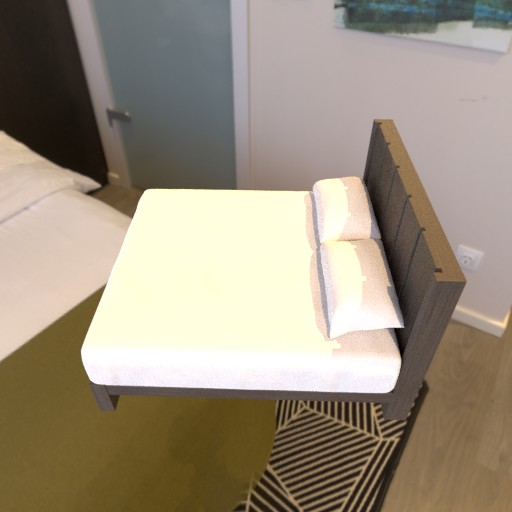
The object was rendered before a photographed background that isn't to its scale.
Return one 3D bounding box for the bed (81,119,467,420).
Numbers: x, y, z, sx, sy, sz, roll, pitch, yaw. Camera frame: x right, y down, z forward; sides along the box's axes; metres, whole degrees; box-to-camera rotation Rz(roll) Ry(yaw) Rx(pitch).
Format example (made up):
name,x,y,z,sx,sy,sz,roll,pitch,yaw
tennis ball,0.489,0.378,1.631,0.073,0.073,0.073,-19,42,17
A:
name,x,y,z,sx,sy,sz,roll,pitch,yaw
bed,0.000,0.000,3.113,1.992,1.261,1.735,1,41,1
